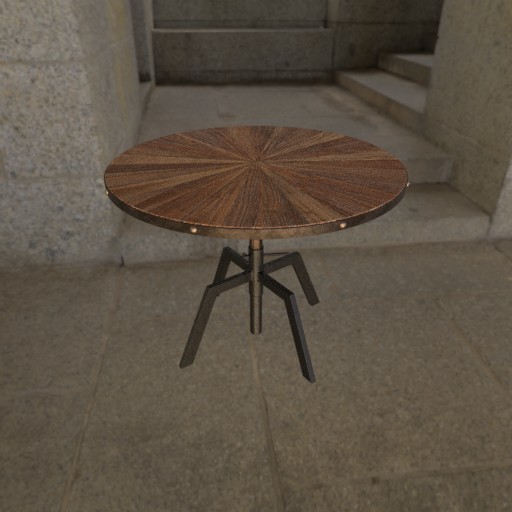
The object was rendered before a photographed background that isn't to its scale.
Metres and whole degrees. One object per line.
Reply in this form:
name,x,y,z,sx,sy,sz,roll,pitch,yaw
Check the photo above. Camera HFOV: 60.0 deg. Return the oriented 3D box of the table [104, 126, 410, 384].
table,0.000,0.000,1.508,0.885,0.658,0.885,0,30,0
